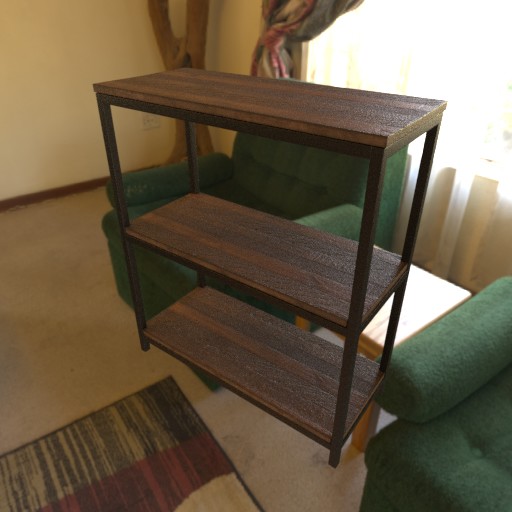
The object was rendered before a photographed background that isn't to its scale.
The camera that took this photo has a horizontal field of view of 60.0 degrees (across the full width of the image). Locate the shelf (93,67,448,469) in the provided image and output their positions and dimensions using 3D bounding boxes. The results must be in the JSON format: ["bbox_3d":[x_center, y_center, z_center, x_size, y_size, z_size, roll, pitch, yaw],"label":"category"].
[{"bbox_3d":[0.000,0.000,1.338,0.822,0.947,0.352,21,37,30],"label":"shelf"}]
